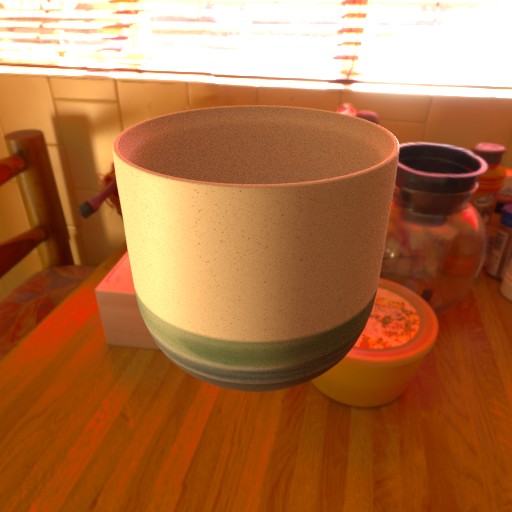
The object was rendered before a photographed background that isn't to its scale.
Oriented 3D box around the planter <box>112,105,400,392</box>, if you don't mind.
[{"bbox_3d":[0.000,0.000,0.493,0.268,0.270,0.268,0,30,0],"label":"planter"}]
